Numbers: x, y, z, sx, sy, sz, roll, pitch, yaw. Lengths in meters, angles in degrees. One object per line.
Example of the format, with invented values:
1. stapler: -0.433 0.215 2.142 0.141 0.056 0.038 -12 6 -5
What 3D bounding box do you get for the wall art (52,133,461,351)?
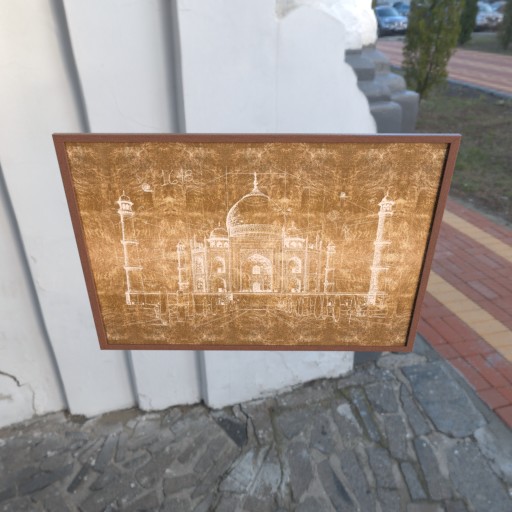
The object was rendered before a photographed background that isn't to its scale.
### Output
1. wall art: 0.000 0.000 0.831 0.660 0.455 0.014 0 30 0
